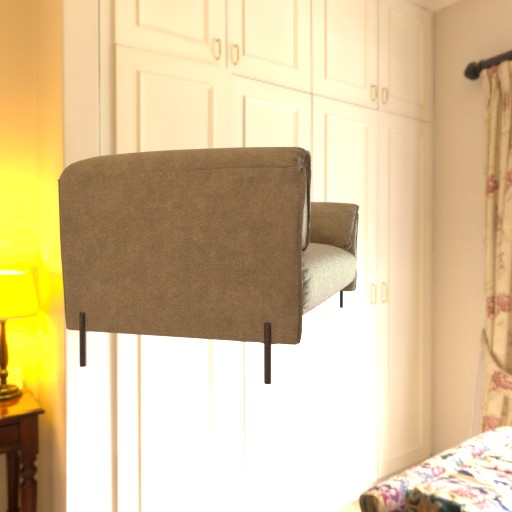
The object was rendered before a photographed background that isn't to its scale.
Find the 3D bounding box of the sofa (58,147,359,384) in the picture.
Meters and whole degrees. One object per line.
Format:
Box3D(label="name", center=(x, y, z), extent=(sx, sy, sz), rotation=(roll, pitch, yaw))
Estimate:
Box3D(label="sofa", center=(0.000, 0.000, 2.308), extent=(0.905, 0.747, 1.878), rotation=(0, 1, 18))
